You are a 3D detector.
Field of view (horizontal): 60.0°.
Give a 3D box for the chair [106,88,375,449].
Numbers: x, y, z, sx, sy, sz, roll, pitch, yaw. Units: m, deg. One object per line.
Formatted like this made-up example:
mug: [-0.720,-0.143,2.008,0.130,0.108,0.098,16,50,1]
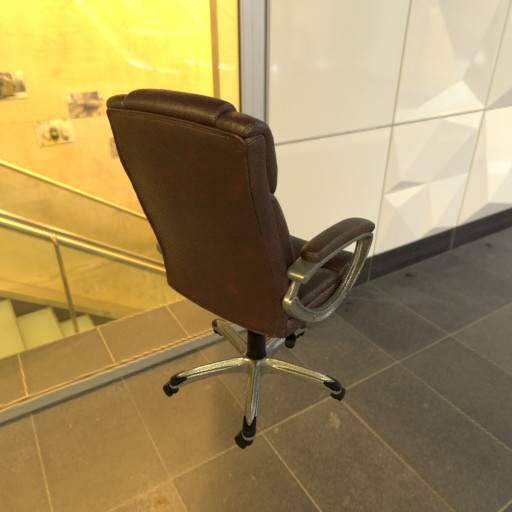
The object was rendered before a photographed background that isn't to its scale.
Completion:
chair: [0.000,0.000,1.506,0.656,1.128,0.692,21,36,33]
